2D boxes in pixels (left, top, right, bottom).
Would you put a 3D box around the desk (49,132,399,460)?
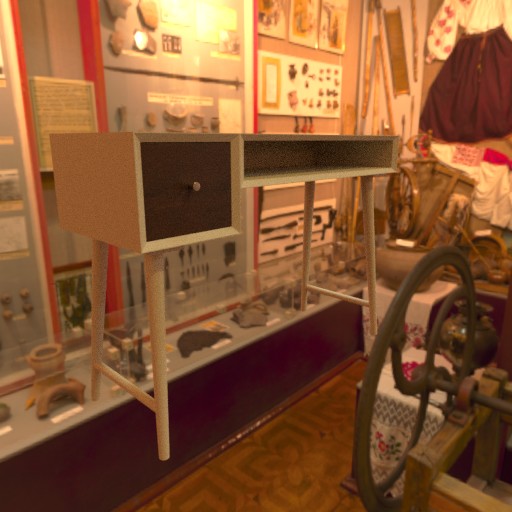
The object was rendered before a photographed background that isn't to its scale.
[{"bbox_3d":[0.000,0.000,1.442,0.409,0.761,1.069,14,20,43],"label":"desk"}]
